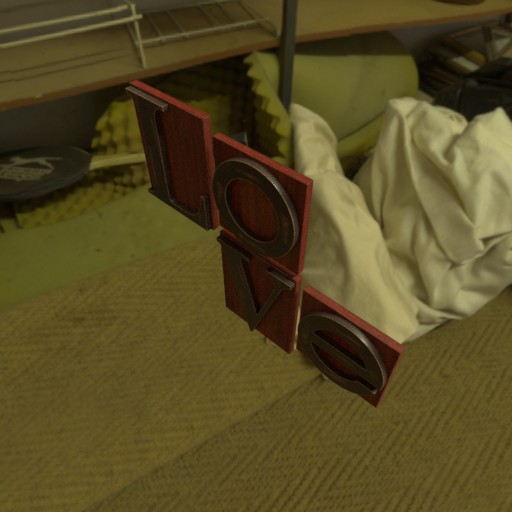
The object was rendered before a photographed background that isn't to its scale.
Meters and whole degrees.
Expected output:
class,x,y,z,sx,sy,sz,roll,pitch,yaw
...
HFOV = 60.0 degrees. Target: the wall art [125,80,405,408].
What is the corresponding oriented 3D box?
class,x,y,z,sx,sy,sz,roll,pitch,yaw
wall art,0.000,0.000,0.863,0.635,0.497,0.030,33,55,27
